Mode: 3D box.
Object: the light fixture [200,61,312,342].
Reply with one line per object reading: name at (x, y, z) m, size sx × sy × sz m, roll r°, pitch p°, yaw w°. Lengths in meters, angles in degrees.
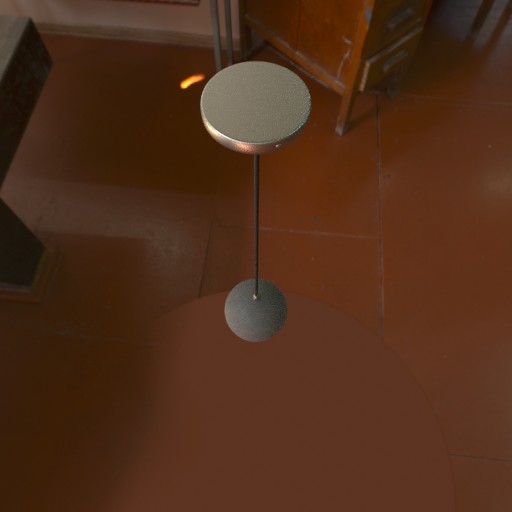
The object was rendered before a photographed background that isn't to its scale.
light fixture at (0.000, 0.000, 0.813) m, size 0.153 × 0.760 × 0.153 m, roll 37°, pitch 70°, yaw 16°
